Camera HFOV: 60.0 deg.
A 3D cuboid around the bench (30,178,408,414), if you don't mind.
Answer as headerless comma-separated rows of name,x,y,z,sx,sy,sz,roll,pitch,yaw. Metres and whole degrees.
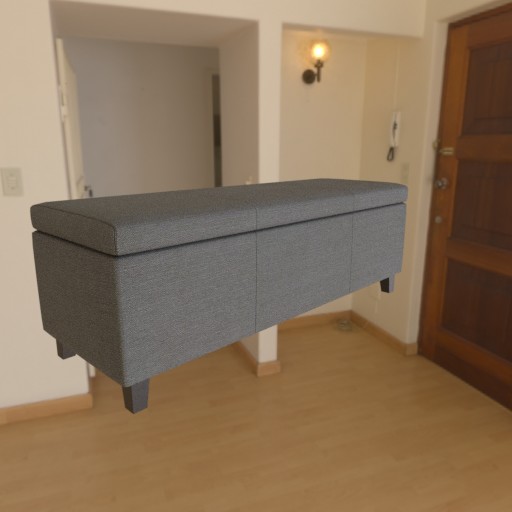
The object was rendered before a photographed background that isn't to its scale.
bench,0.000,0.000,1.474,0.446,0.438,1.269,13,19,43
